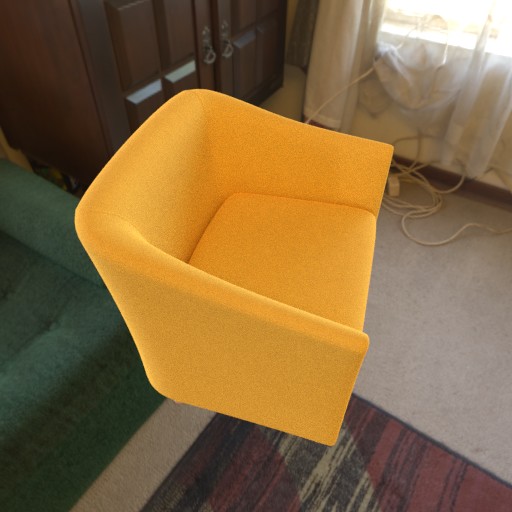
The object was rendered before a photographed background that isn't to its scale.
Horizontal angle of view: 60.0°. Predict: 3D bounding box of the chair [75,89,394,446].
[{"bbox_3d":[0.000,0.000,1.353,0.700,0.720,0.790,12,47,11],"label":"chair"}]
